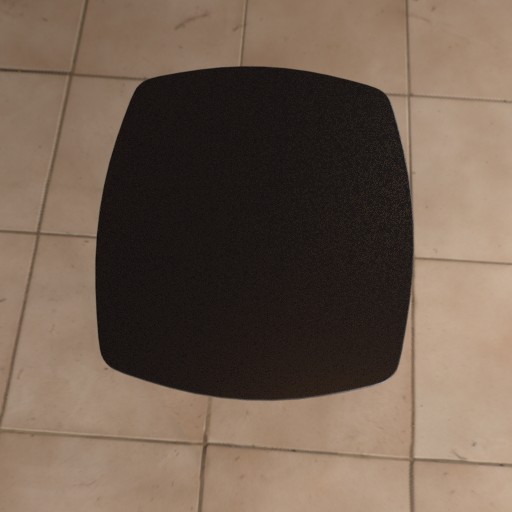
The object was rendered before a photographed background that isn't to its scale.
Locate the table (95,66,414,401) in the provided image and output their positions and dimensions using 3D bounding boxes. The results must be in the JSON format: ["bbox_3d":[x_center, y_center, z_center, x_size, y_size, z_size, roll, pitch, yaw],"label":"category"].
[{"bbox_3d":[0.000,0.000,0.862,0.457,0.457,0.508,3,76,1],"label":"table"}]
